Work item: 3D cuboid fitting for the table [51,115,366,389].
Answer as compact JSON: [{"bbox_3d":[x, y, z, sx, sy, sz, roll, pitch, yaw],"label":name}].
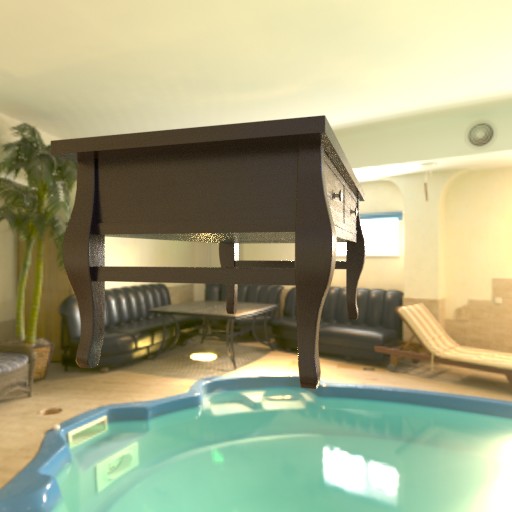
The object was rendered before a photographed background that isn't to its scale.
[{"bbox_3d":[0.000,0.000,1.362,0.600,0.494,1.062,0,0,17],"label":"table"}]
